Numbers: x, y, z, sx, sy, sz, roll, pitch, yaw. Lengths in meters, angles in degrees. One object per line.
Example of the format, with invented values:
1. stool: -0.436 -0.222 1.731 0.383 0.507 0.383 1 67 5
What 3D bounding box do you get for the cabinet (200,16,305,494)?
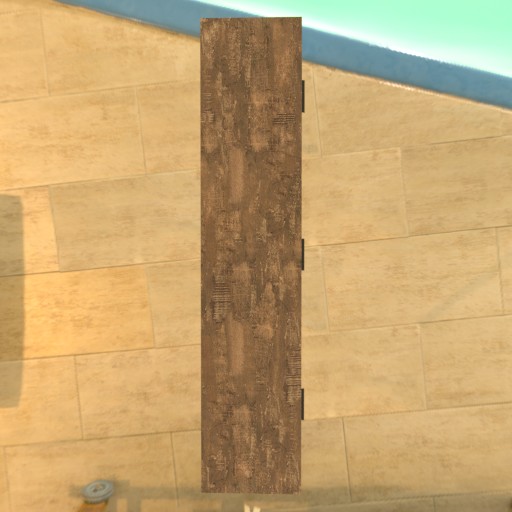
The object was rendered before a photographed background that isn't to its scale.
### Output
1. cabinet: 0.000 0.000 2.055 0.395 0.762 1.800 0 91 2
